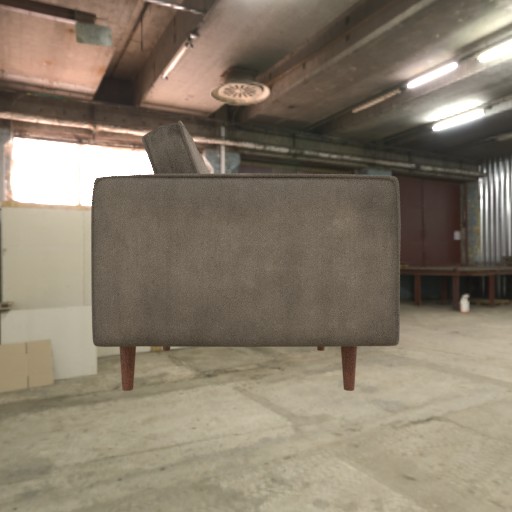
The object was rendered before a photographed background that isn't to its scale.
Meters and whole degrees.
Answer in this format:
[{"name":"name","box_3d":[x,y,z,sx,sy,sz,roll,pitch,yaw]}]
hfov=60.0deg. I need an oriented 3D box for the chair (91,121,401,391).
[{"name":"chair","box_3d":[0.000,0.000,1.559,0.843,0.773,0.928,0,0,0]}]
